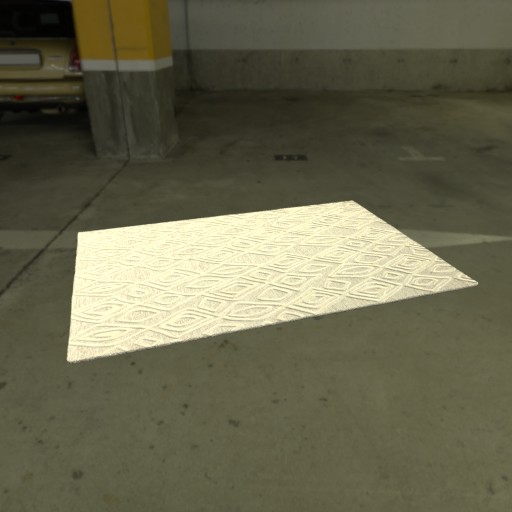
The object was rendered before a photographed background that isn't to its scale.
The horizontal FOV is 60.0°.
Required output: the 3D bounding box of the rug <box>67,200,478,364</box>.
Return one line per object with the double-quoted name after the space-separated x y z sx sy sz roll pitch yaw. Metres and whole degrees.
0.000 0.000 2.365 1.832 0.016 1.224 -8 28 -16 "rug"
